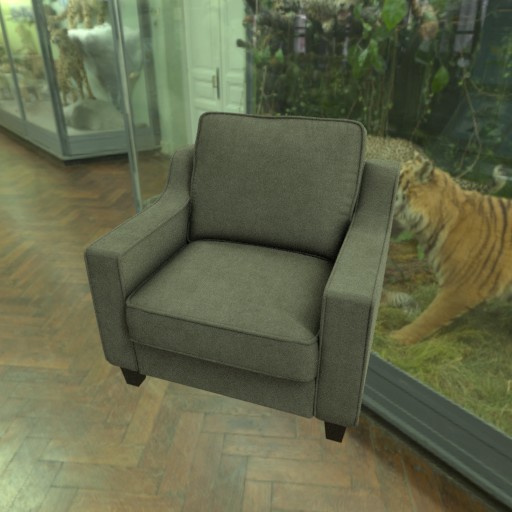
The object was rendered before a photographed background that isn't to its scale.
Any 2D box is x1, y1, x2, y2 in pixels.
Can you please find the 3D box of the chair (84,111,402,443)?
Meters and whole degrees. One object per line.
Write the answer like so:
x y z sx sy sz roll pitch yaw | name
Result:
0.000 0.000 1.663 0.926 0.944 0.840 9 29 17 | chair
